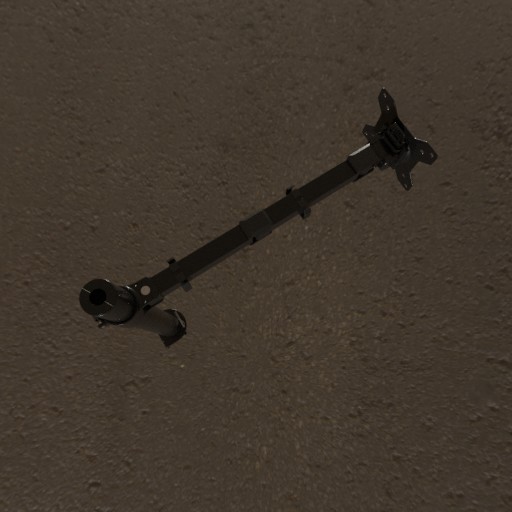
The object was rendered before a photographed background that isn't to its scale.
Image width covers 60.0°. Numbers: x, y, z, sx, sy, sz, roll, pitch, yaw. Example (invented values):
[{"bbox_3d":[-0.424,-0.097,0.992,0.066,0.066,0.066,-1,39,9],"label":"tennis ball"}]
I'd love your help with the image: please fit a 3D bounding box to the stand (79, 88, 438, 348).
[{"bbox_3d":[0.000,0.000,0.732,0.456,0.510,0.115,-32,79,-7],"label":"stand"}]
